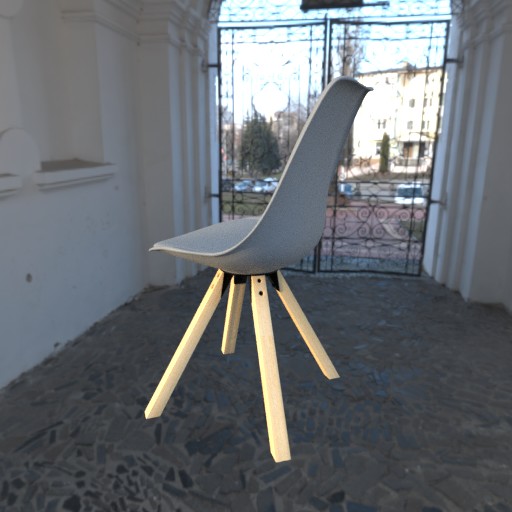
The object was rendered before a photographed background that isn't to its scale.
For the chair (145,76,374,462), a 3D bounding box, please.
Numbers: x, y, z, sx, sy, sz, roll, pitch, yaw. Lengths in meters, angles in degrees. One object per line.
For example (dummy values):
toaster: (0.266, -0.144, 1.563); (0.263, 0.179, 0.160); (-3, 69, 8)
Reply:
chair: (0.000, 0.000, 1.189); (0.549, 0.850, 0.485); (7, 16, 25)
